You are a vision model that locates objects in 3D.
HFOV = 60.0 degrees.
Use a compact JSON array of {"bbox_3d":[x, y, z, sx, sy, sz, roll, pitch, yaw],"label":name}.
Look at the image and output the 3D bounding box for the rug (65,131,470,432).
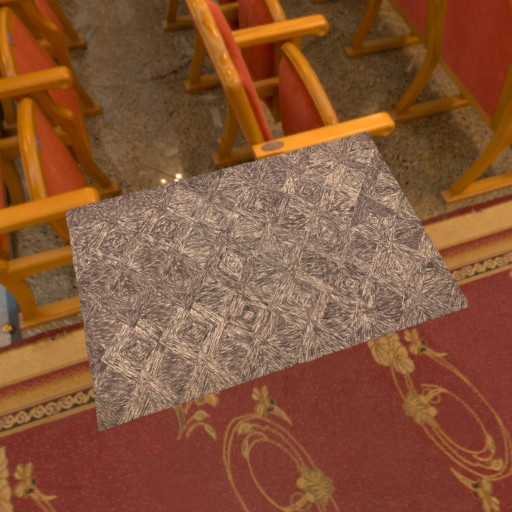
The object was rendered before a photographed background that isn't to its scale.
[{"bbox_3d":[0.000,0.000,2.281,1.808,0.011,1.189,-16,64,-8],"label":"rug"}]
